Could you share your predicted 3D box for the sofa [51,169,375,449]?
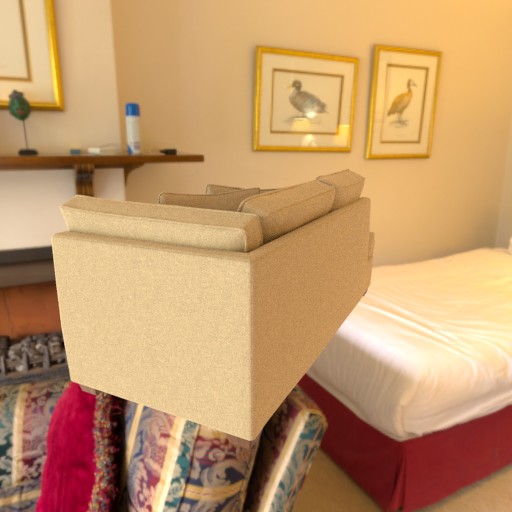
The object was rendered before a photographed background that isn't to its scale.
[{"bbox_3d":[0.000,0.000,2.865,1.110,1.033,2.237,7,16,25],"label":"sofa"}]
